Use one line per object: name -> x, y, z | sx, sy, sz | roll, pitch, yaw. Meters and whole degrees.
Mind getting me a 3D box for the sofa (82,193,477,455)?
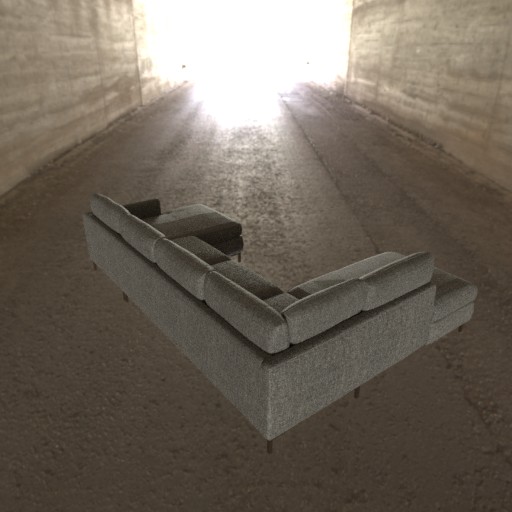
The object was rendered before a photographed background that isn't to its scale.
sofa -> 0.000, 0.000, 3.572 | 1.879, 0.756, 2.737 | -18, 30, -33
